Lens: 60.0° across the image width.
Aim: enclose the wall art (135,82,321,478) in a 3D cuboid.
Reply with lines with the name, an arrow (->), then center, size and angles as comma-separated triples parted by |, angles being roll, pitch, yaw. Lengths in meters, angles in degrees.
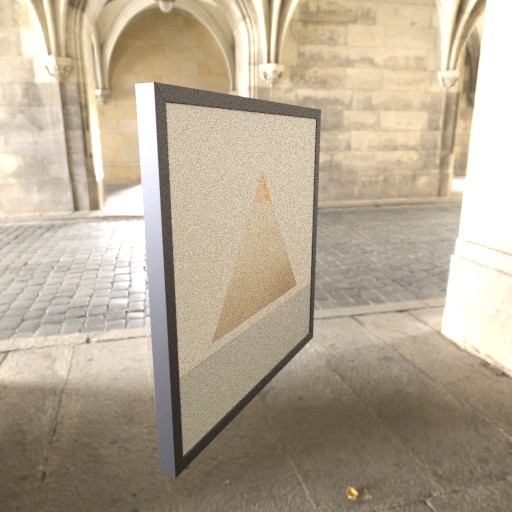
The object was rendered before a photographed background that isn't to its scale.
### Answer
wall art -> 0.000, 0.000, 1.153 | 0.042, 0.766, 0.769 | 8, 17, 28
